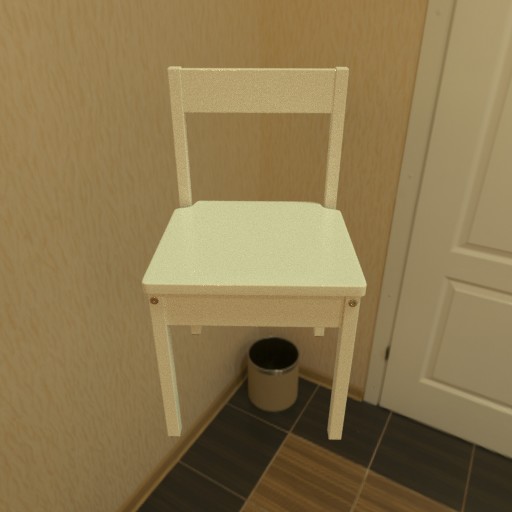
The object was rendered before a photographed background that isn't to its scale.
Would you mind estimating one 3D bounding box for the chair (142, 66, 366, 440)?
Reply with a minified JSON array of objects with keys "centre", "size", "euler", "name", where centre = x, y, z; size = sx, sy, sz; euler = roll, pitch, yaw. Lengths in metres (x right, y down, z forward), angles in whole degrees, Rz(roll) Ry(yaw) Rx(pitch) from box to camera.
[{"centre":[0.000,0.000,0.893],"size":[0.367,0.668,0.361],"euler":[1,29,1],"name":"chair"}]
